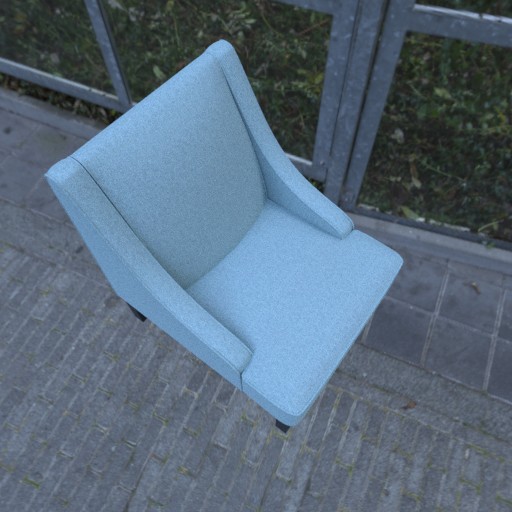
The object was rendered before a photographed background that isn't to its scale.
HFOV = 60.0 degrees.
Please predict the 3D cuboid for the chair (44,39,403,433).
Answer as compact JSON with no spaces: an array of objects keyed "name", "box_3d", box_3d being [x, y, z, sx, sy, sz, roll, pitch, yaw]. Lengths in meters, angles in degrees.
[{"name":"chair","box_3d":[0.000,0.000,1.851,1.025,1.133,0.857,33,65,18]}]
